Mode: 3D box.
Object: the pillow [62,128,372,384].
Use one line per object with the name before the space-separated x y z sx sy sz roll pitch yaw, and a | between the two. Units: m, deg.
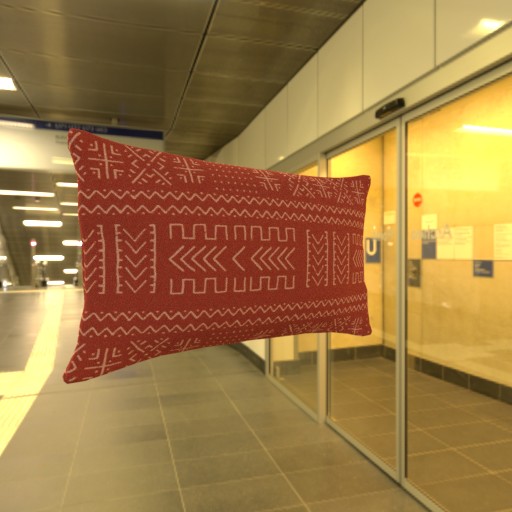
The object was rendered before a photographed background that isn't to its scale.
pillow | 0.000 0.000 0.788 0.640 0.352 0.130 0 0 -36
